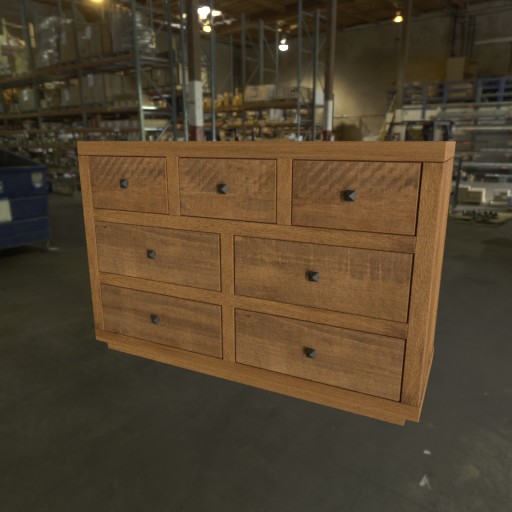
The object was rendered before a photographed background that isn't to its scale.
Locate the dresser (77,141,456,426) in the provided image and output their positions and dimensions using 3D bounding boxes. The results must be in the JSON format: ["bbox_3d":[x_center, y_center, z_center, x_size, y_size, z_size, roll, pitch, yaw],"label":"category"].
[{"bbox_3d":[0.000,0.000,1.647,1.261,0.825,0.479,7,16,25],"label":"dresser"}]
